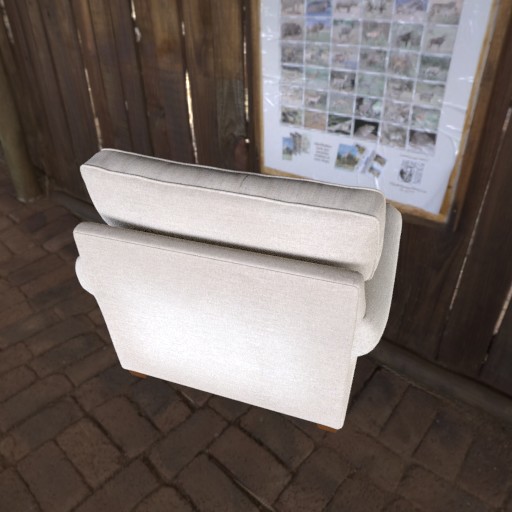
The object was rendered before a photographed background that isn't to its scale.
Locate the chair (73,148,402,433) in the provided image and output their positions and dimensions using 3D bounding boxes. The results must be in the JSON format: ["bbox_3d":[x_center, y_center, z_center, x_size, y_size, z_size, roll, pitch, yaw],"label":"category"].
[{"bbox_3d":[0.000,0.000,1.820,1.092,0.961,0.965,11,34,16],"label":"chair"}]
